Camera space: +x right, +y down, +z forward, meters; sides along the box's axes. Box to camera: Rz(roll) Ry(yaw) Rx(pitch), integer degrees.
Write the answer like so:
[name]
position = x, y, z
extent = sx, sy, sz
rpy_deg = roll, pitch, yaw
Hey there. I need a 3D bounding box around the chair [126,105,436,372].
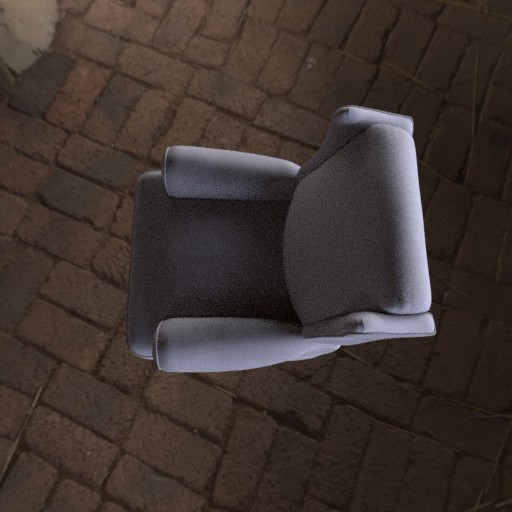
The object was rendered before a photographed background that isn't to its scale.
[chair]
position = 0.000, 0.000, 1.678
extent = 0.969, 1.011, 0.847
rpy_deg = 0, 75, 0
